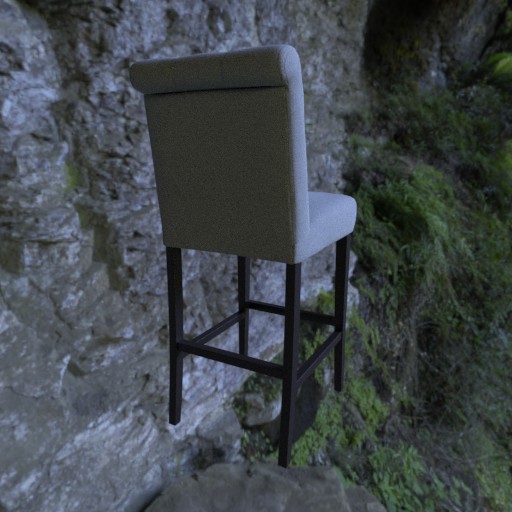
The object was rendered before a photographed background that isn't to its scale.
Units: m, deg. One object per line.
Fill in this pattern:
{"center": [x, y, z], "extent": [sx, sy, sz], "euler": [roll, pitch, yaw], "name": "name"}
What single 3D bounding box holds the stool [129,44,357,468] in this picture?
{"center": [0.000, 0.000, 1.436], "extent": [0.493, 1.140, 0.601], "euler": [8, 17, 28], "name": "stool"}
